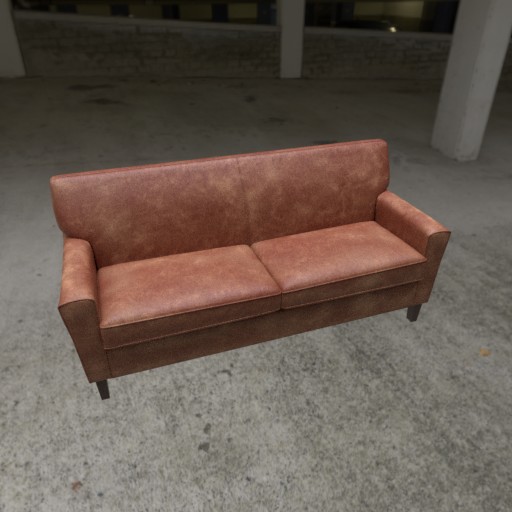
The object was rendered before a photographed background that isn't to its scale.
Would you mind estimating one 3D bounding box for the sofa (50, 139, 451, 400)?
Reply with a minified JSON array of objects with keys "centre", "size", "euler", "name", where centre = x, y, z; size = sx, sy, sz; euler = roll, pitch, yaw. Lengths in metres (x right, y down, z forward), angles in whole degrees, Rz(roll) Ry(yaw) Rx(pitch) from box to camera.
[{"centre":[0.000,0.000,2.547],"size":[2.053,0.947,0.805],"euler":[-10,33,-16],"name":"sofa"}]
